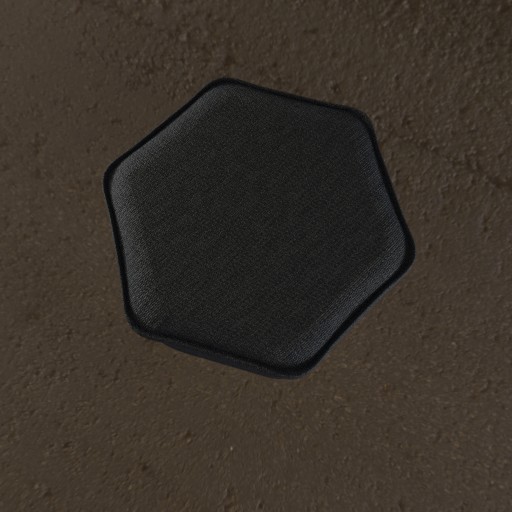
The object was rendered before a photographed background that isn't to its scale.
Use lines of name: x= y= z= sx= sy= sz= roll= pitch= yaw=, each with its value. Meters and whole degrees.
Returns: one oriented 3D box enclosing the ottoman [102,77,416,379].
ottoman: x=0.000 y=0.000 z=0.893 sx=0.454 sy=0.505 sz=0.492 roll=-10 pitch=75 yaw=-3
